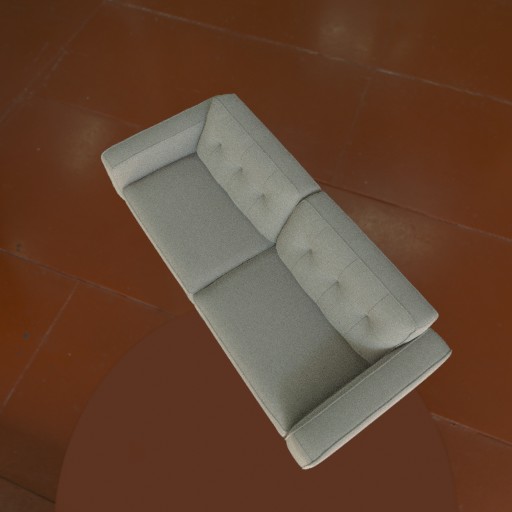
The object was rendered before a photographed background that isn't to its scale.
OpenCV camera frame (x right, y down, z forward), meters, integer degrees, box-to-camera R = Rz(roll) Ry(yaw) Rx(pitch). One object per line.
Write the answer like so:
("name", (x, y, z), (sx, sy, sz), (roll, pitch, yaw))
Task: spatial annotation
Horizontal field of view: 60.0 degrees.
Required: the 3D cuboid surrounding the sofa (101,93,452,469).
("sofa", (0.000, 0.000, 2.737), (0.956, 0.781, 2.270), (-32, 67, -15))
